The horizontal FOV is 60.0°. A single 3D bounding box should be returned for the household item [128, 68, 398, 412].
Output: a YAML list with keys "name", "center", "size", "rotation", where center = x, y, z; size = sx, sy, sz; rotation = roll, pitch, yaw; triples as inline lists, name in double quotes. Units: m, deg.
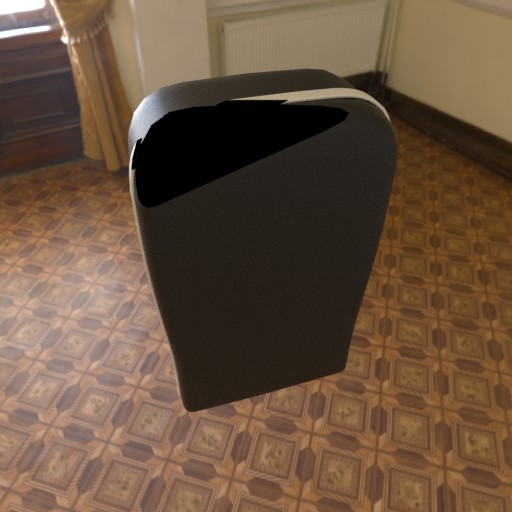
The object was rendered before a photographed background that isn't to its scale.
- name: "household item"
  center: [0.000, 0.000, 0.146]
  size: [0.070, 0.114, 0.038]
  rotation: [-11, 44, -12]
